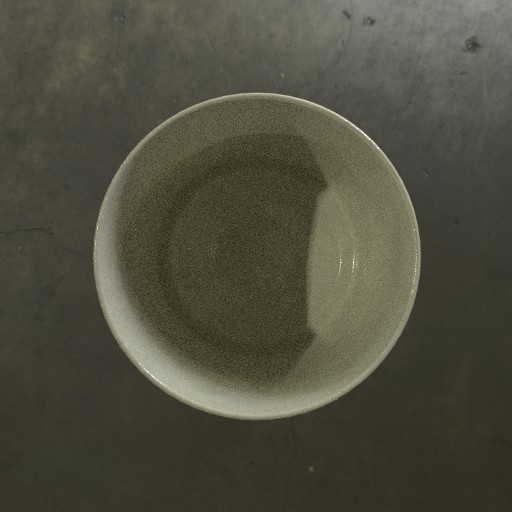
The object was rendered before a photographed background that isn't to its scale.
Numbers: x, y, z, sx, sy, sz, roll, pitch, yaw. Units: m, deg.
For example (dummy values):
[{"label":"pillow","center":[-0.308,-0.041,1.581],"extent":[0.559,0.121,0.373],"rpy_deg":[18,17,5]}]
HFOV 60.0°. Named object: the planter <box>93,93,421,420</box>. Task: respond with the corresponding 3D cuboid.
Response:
[{"label":"planter","center":[0.000,0.000,0.346],"extent":[0.190,0.181,0.190],"rpy_deg":[0,90,-1]}]
